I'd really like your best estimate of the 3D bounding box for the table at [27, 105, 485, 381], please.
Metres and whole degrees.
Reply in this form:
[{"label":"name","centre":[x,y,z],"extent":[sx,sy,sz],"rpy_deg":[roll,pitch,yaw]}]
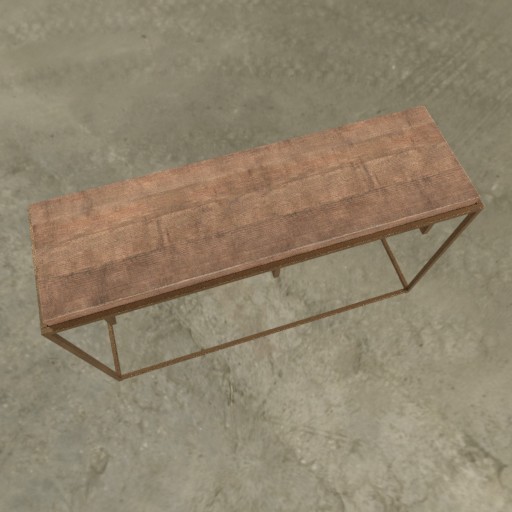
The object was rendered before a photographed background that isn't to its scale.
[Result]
[{"label":"table","centre":[0.000,0.000,1.758],"extent":[1.400,0.820,0.440],"rpy_deg":[-16,66,-7]}]
